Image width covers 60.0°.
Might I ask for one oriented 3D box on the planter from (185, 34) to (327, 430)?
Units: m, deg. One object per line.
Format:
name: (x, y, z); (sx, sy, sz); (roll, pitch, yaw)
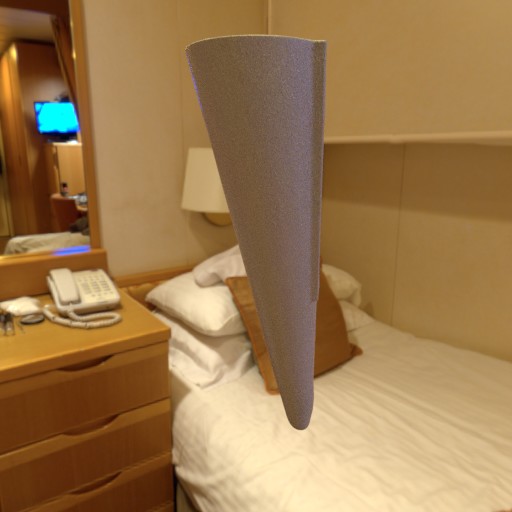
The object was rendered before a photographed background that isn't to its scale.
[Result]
planter: (0.000, 0.000, 0.223); (0.064, 0.191, 0.057); (2, 13, 8)
